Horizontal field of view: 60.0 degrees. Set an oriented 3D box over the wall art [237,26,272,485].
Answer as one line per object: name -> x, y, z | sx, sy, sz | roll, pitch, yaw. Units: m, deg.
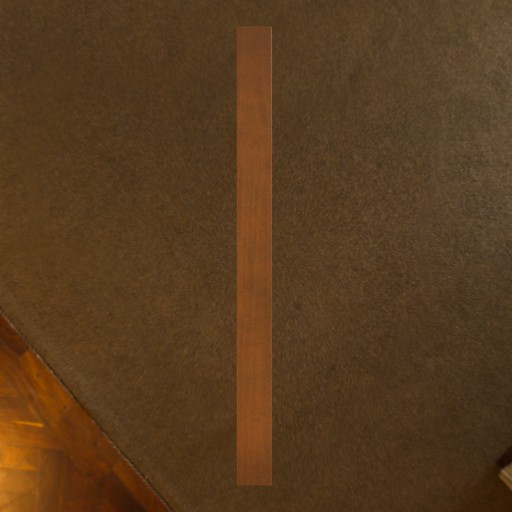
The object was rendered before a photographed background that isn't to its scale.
wall art -> 0.000, 0.000, 0.551 | 0.030, 0.328, 0.401 | 0, 90, 1
